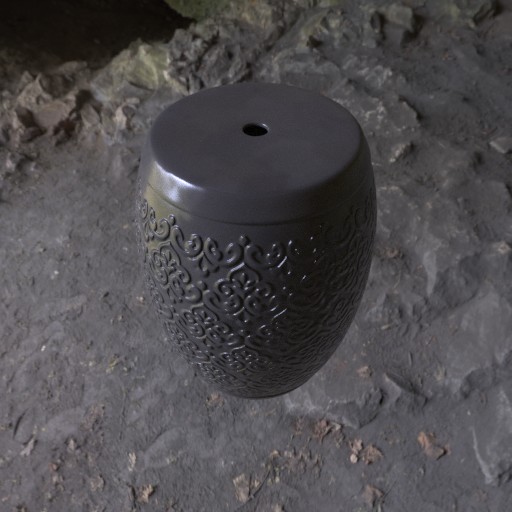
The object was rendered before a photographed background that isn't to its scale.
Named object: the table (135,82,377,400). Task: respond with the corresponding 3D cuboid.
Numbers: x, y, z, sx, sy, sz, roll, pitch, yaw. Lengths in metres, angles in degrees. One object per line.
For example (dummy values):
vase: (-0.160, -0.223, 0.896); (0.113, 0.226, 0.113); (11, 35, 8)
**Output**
table: (0.000, 0.000, 0.619); (0.309, 0.397, 0.309); (0, 46, 0)
